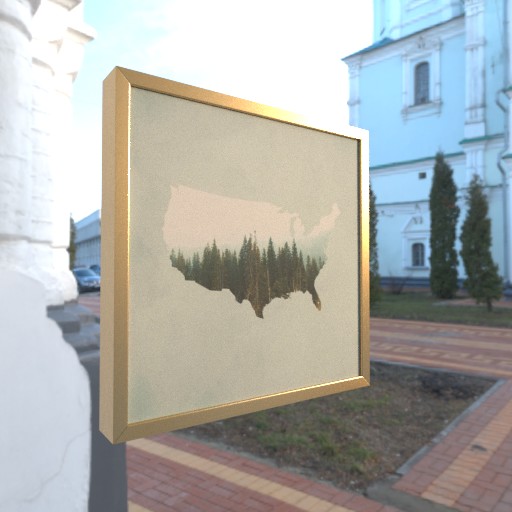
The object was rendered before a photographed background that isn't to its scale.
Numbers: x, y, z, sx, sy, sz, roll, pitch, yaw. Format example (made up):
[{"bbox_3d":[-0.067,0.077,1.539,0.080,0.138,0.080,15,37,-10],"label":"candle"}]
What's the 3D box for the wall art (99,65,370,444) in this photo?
[{"bbox_3d":[0.000,0.000,0.459,0.304,0.304,0.038,1,-2,-35],"label":"wall art"}]
